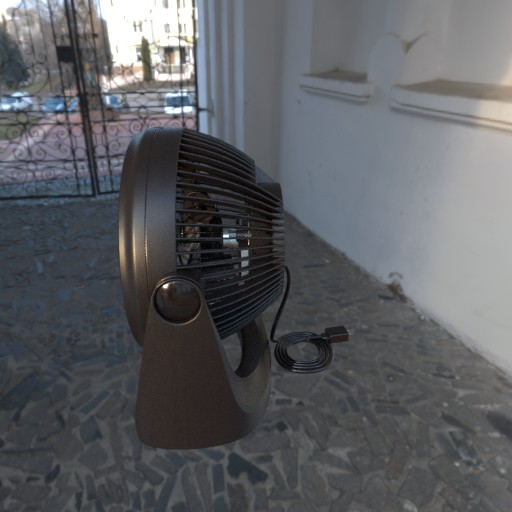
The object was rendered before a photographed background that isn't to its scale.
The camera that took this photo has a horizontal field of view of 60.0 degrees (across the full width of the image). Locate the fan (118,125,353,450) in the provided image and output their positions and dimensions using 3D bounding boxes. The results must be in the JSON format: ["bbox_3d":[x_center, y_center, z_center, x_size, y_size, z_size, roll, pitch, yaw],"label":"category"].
[{"bbox_3d":[0.000,0.000,0.487,0.256,0.277,0.273,-1,25,-2],"label":"fan"}]
